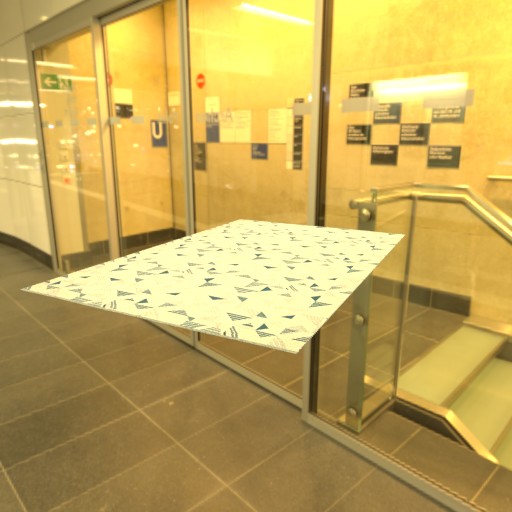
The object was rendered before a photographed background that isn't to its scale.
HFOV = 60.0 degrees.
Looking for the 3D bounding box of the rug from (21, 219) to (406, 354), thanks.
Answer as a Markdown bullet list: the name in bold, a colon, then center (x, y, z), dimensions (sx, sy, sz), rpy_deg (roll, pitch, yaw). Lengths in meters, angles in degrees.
- **rug**: center (0.000, 0.000, 2.313), dimensions (1.206, 0.003, 1.835), rpy_deg (8, 17, 26)
